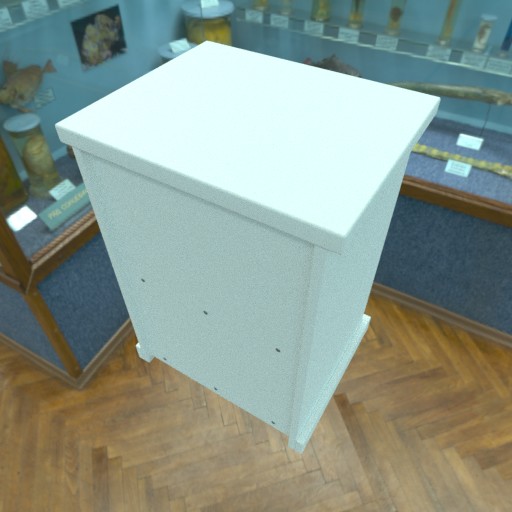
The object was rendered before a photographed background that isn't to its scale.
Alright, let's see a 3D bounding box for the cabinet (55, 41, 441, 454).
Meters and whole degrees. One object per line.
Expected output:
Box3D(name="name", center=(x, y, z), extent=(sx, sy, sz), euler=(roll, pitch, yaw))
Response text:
Box3D(name="cabinet", center=(0.000, 0.000, 1.023), extent=(0.520, 0.723, 0.431), euler=(24, 50, 21))
